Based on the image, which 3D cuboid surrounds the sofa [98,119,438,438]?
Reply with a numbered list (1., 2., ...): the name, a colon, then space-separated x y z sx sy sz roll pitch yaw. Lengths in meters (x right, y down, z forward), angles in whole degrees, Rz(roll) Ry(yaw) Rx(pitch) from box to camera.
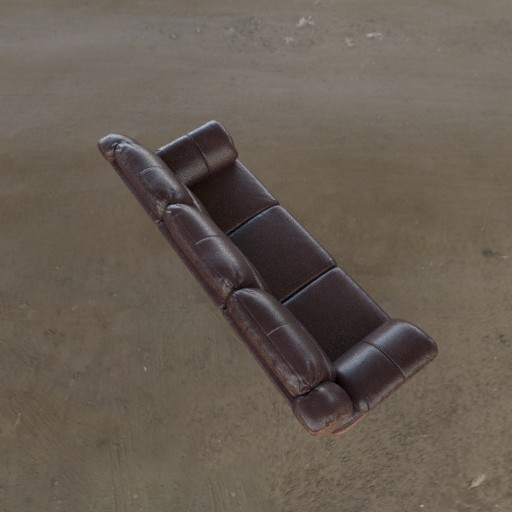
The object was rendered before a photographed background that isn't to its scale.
1. sofa: 0.000 0.000 2.915 0.991 1.043 2.337 -32 64 -18
